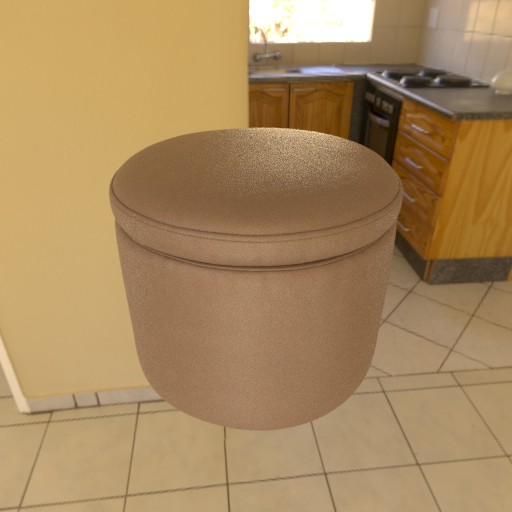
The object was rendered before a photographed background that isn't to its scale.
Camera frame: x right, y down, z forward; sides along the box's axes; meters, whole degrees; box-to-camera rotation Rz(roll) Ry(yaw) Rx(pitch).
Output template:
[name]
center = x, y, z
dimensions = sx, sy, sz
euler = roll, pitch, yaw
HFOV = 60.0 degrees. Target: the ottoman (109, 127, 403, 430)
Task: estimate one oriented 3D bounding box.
[ottoman]
center = 0.000, 0.000, 0.859
dimensions = 0.500, 0.409, 0.500
euler = 0, 30, 0
